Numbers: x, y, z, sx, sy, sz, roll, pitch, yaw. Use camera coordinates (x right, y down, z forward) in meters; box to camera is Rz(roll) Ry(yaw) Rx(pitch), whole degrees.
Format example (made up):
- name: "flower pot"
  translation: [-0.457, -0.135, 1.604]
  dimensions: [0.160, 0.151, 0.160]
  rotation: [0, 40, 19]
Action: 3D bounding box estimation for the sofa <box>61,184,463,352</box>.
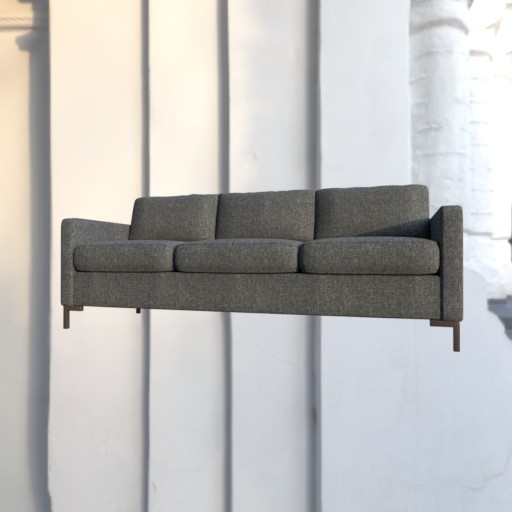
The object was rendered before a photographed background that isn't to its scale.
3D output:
- name: "sofa"
  translation: [0.000, 0.000, 2.709]
  dimensions: [2.218, 0.874, 0.859]
  rotation: [0, 0, 18]
